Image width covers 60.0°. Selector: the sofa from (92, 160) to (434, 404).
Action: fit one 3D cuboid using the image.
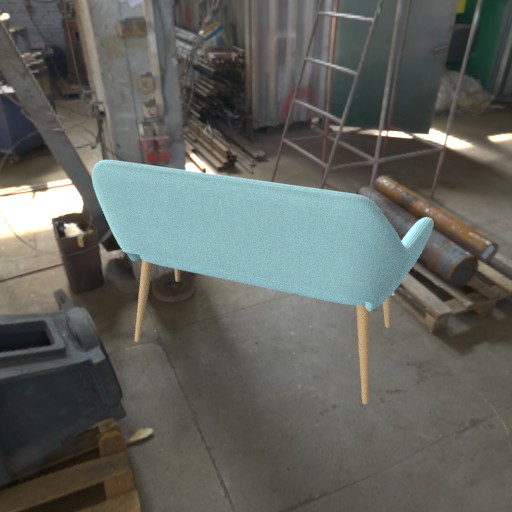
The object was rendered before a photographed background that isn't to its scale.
[{"bbox_3d":[0.000,0.000,1.626,1.150,0.840,0.610,11,34,16],"label":"sofa"}]
